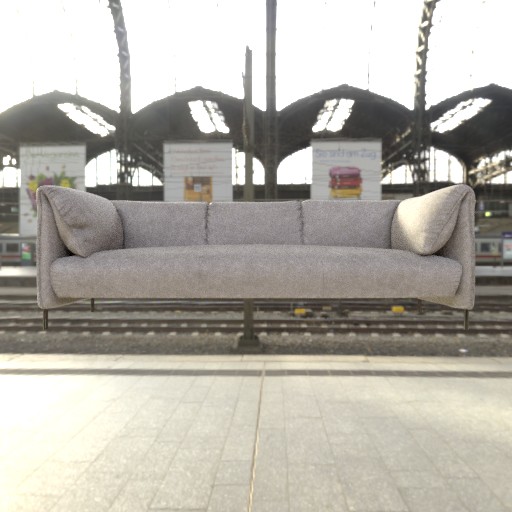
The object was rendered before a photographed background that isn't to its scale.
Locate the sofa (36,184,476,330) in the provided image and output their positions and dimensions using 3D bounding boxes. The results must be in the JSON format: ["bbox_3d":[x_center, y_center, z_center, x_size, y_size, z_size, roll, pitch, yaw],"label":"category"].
[{"bbox_3d":[0.000,0.000,2.633,2.238,0.758,0.899,0,0,0],"label":"sofa"}]
